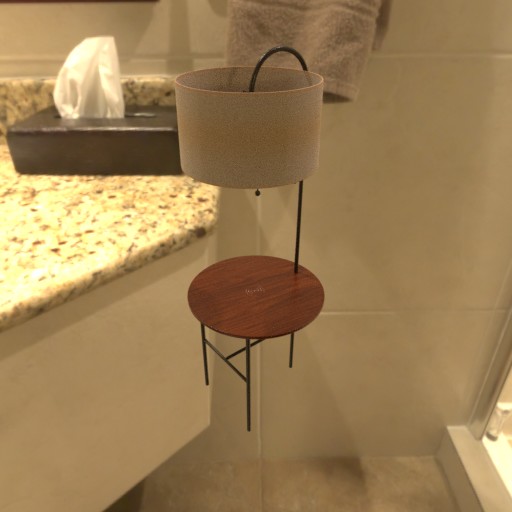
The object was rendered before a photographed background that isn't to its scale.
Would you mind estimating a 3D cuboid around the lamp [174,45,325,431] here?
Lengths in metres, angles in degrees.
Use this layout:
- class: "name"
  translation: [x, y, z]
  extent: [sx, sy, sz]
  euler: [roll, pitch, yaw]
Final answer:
- class: "lamp"
  translation: [0.000, 0.000, 1.776]
  extent: [0.573, 1.517, 0.573]
  euler: [0, 31, 0]
